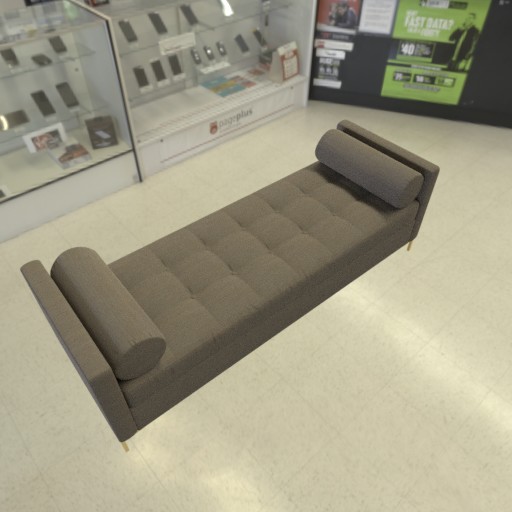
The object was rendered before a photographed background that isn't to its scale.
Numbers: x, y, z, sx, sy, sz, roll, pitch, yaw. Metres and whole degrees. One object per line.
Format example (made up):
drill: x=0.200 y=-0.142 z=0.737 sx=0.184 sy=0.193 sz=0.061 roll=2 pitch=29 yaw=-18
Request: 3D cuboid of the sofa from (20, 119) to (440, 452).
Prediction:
sofa: x=0.000 y=0.000 z=2.295 sx=1.981 sy=0.635 sz=0.686 roll=-30 pitch=52 yaw=-27
